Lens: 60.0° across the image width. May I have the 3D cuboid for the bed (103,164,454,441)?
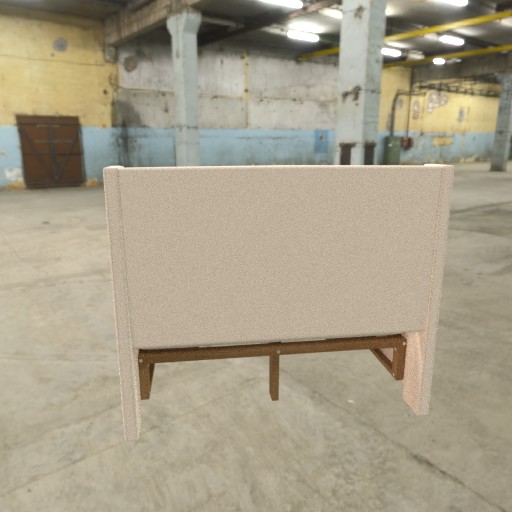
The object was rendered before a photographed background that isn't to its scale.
[{"bbox_3d":[0.000,0.000,3.443,1.765,1.471,2.280,-2,14,-8],"label":"bed"}]
